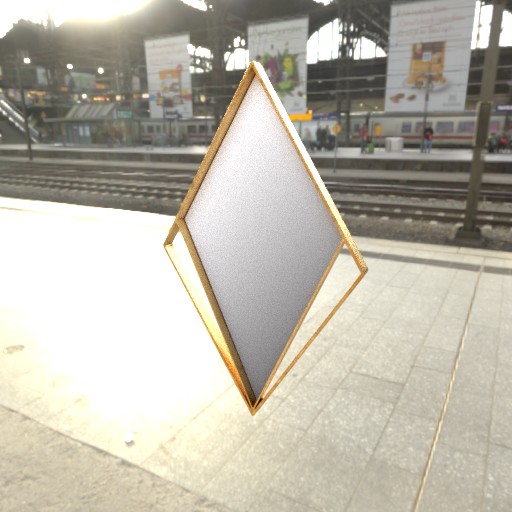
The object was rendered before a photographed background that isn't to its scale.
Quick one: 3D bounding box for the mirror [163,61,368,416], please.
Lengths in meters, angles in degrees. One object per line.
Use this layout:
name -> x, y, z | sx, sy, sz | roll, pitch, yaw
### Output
mirror -> 0.000, 0.000, 0.838 | 0.419, 0.679, 0.032 | 8, 17, 26
